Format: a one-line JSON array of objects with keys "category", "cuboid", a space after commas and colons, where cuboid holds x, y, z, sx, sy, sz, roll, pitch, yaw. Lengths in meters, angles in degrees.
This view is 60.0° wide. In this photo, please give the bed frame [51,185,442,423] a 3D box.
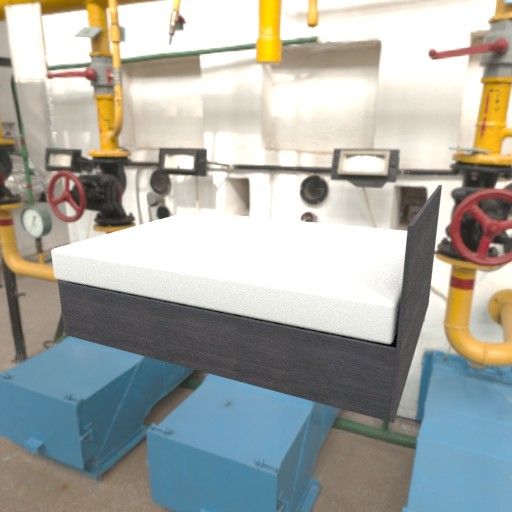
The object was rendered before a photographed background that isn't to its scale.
[{"category": "bed frame", "cuboid": [0.000, 0.000, 2.663, 1.900, 0.800, 1.400, 7, 17, 25]}]
